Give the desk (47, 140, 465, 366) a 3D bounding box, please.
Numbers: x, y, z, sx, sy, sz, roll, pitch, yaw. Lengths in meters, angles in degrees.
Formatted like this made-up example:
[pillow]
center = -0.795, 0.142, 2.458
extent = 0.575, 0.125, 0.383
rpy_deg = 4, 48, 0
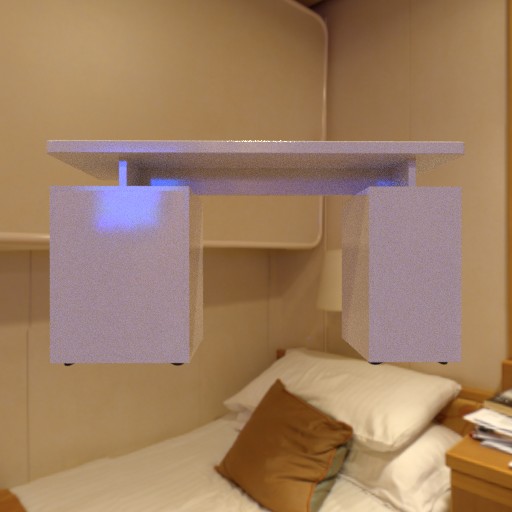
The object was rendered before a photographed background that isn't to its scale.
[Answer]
[desk]
center = 0.000, 0.000, 1.739
extent = 1.400, 0.762, 0.550
rpy_deg = 0, 0, -1
